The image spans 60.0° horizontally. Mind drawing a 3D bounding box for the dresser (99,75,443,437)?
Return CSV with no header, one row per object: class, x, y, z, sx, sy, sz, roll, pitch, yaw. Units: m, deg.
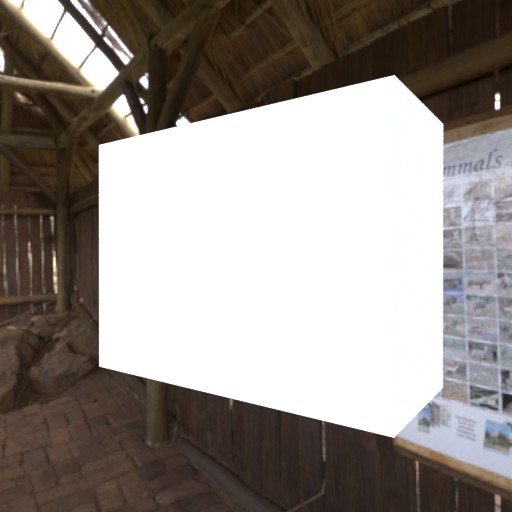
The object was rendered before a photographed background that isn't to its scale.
dresser,0.000,0.000,1.510,1.100,0.820,0.460,0,0,36
